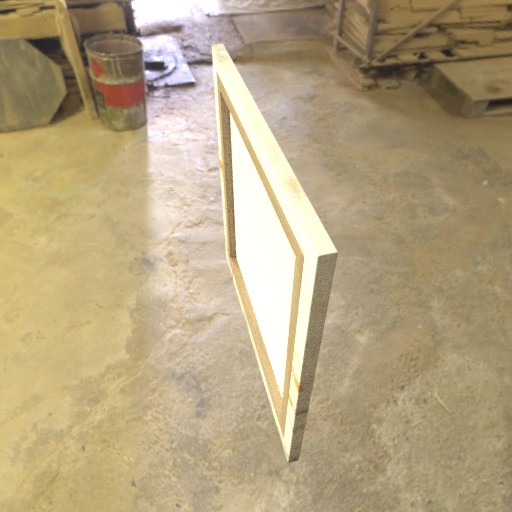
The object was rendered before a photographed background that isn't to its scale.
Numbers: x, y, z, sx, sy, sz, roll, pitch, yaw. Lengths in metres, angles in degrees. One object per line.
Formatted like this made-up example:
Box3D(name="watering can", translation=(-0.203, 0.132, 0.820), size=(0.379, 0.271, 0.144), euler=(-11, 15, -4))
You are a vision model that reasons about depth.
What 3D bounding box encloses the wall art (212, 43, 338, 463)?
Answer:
Box3D(name="wall art", translation=(0.000, 0.000, 1.499), size=(0.040, 1.018, 1.015), euler=(-11, 47, -10))
